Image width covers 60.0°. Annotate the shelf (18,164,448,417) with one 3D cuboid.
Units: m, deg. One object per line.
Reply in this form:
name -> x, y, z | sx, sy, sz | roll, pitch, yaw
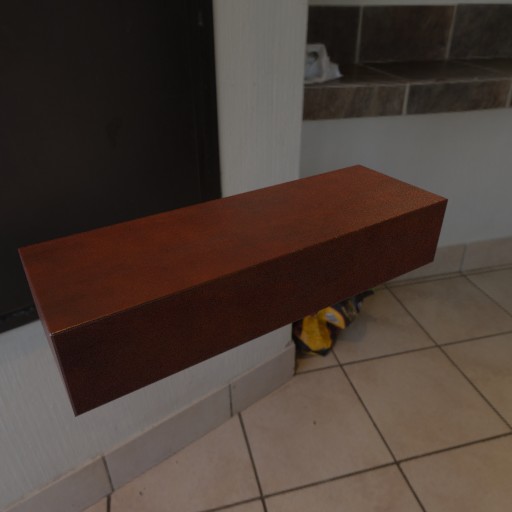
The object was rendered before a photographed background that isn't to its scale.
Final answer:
shelf -> 0.000, 0.000, 0.508 | 0.457, 0.088, 0.152 | -18, 35, -28
